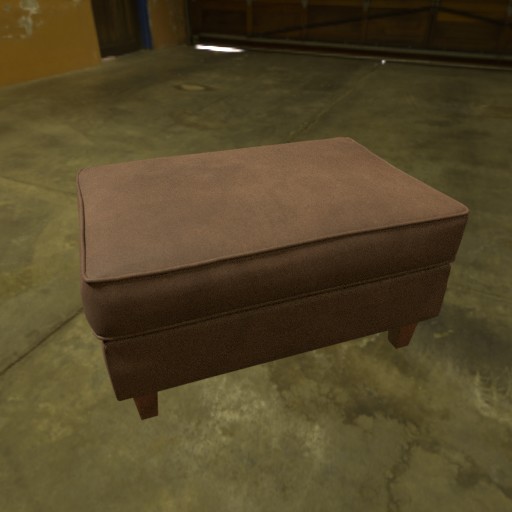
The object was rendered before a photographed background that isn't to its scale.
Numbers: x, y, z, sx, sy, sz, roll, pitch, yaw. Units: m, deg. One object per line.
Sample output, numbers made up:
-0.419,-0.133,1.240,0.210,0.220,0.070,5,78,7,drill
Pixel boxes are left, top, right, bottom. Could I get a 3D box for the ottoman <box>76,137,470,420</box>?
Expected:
0.000,0.000,1.206,0.860,0.481,0.596,-11,34,-16,ottoman
